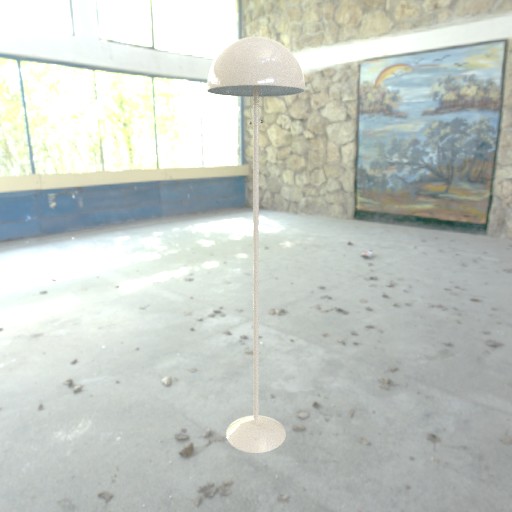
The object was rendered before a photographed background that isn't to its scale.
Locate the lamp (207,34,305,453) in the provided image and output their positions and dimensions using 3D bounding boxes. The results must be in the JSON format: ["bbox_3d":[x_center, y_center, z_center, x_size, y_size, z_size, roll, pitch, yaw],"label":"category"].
[{"bbox_3d":[0.000,0.000,1.617,0.328,1.480,0.328,-14,19,-43],"label":"lamp"}]
